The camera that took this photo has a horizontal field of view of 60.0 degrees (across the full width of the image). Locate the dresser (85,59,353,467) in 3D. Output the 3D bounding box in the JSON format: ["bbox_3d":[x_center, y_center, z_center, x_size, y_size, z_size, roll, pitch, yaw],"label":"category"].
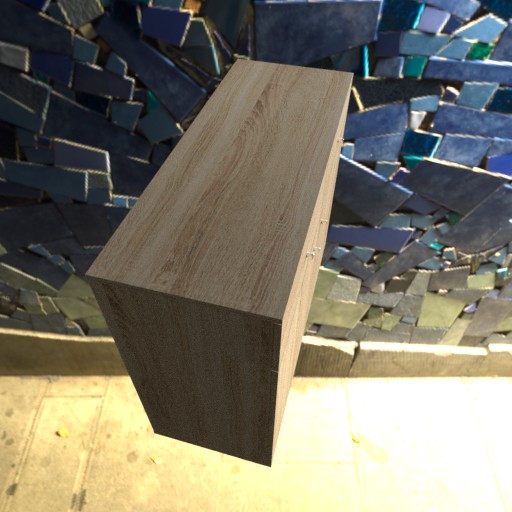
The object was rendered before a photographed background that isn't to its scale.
[{"bbox_3d":[0.000,0.000,1.591,0.450,0.900,1.100,12,48,11],"label":"dresser"}]
